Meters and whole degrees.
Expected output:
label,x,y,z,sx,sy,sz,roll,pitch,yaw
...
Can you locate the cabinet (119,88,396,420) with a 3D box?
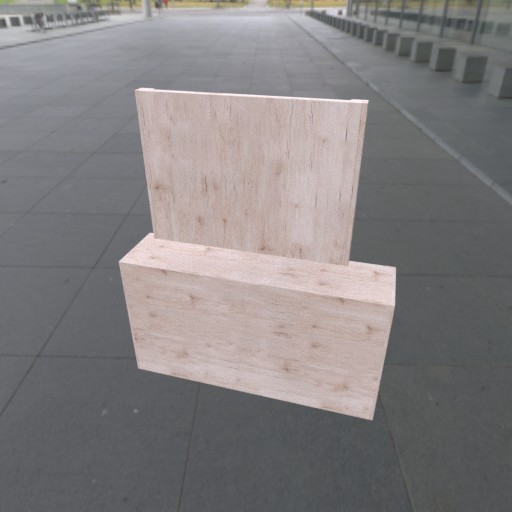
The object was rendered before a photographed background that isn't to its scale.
label,x,y,z,sx,sy,sz,roll,pitch,yaw
cabinet,0.000,0.000,2.764,1.700,1.981,0.420,8,31,14
